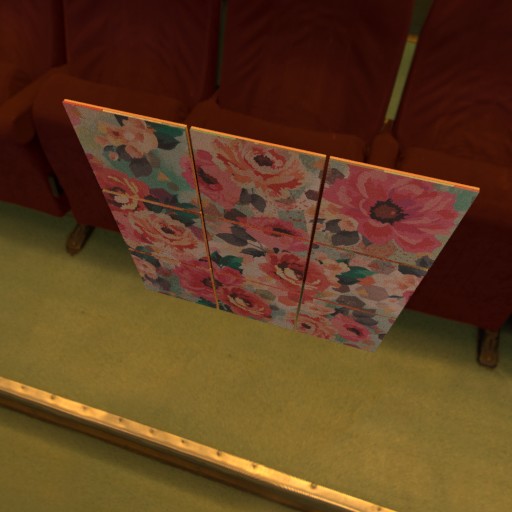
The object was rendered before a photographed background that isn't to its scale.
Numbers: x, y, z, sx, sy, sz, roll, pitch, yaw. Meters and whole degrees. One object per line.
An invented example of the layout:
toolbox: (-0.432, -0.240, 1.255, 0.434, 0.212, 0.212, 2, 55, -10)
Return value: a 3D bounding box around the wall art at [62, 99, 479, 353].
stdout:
wall art: (0.000, 0.000, 1.321, 0.911, 0.910, 0.012, 14, 59, 9)
